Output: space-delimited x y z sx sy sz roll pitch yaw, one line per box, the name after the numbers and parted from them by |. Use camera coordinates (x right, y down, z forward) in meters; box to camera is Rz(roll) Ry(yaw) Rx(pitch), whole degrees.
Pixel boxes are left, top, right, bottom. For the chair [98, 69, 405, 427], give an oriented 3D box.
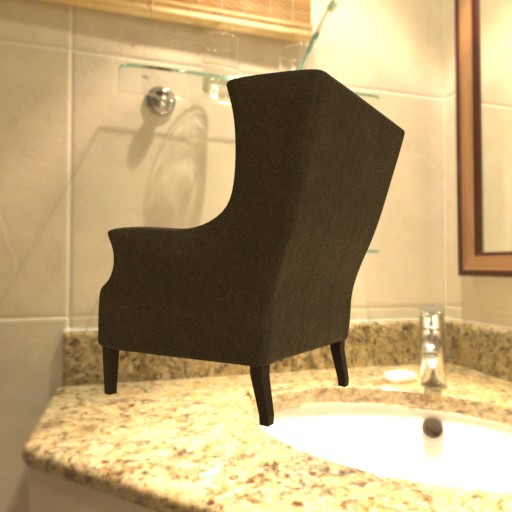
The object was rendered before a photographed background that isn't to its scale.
0.000 0.000 1.679 0.926 1.016 0.853 -1 -1 36 | chair
